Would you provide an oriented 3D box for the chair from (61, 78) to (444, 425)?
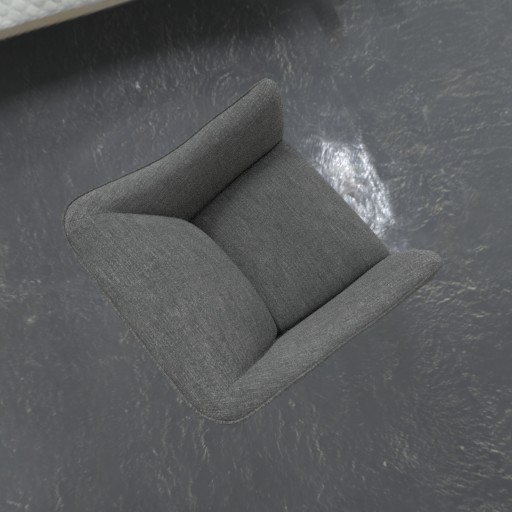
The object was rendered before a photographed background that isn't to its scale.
[{"bbox_3d":[0.000,0.000,1.551,0.851,0.829,0.870,-39,79,-9],"label":"chair"}]
